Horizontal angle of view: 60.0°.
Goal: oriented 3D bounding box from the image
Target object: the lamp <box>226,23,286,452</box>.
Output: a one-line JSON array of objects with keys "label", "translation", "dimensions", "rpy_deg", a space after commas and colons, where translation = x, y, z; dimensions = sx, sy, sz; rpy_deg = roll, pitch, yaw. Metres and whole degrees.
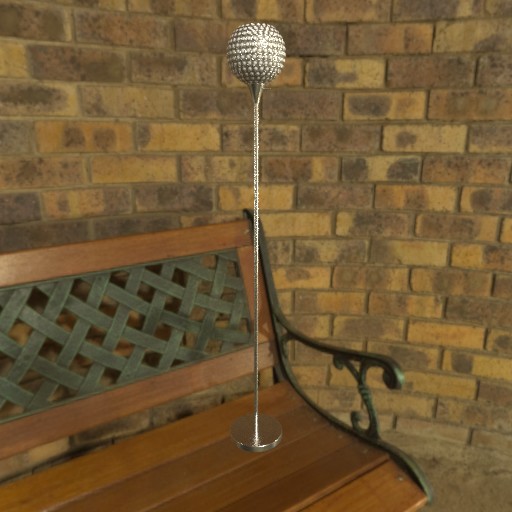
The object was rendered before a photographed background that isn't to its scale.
[{"label": "lamp", "translation": [0.000, 0.000, 1.924], "dimensions": [0.254, 1.805, 0.254], "rpy_deg": [0, 15, 0]}]
